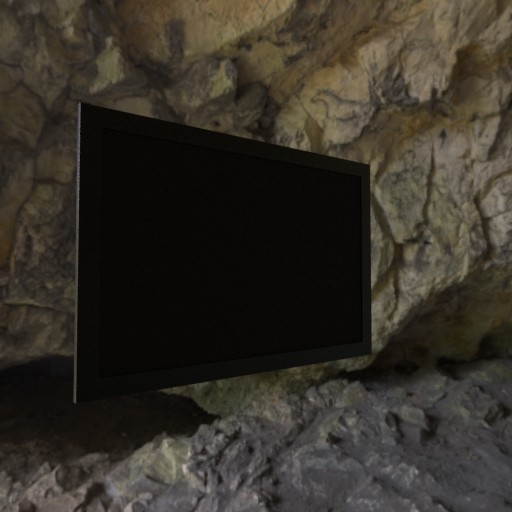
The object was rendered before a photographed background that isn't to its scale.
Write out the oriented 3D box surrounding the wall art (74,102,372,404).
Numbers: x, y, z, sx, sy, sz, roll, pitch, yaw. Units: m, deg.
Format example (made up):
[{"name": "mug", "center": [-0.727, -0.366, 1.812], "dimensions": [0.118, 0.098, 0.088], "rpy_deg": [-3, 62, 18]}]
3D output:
[{"name": "wall art", "center": [0.000, 0.000, 0.855], "dimensions": [0.660, 0.447, 0.013], "rpy_deg": [1, -3, -36]}]
